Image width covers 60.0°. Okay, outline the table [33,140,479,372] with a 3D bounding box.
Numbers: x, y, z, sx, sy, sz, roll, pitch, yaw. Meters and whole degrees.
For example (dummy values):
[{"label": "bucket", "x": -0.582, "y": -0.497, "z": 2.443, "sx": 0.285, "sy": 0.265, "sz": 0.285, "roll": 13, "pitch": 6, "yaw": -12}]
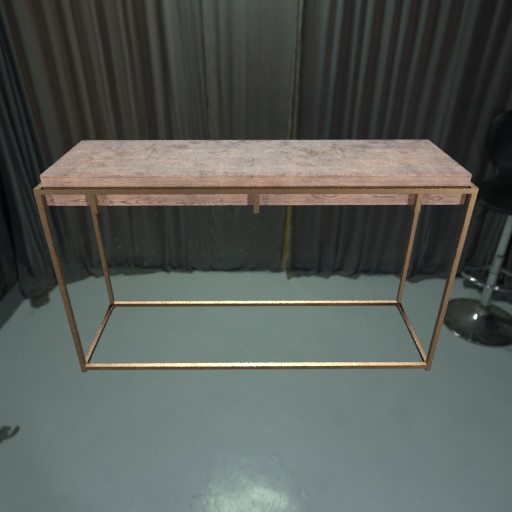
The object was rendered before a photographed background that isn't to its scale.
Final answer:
[{"label": "table", "x": 0.000, "y": 0.000, "z": 1.768, "sx": 1.400, "sy": 0.820, "sz": 0.440, "roll": 0, "pitch": 30, "yaw": 0}]
